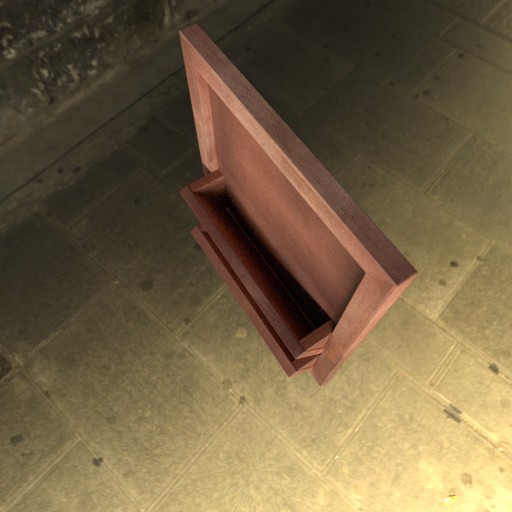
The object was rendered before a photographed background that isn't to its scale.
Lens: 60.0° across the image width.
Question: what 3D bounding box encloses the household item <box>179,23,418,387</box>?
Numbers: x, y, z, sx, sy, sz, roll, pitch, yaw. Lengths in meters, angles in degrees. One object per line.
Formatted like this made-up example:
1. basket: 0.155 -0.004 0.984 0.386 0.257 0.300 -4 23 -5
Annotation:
1. household item: 0.000 0.000 0.539 0.067 0.407 0.310 -31 68 -14
